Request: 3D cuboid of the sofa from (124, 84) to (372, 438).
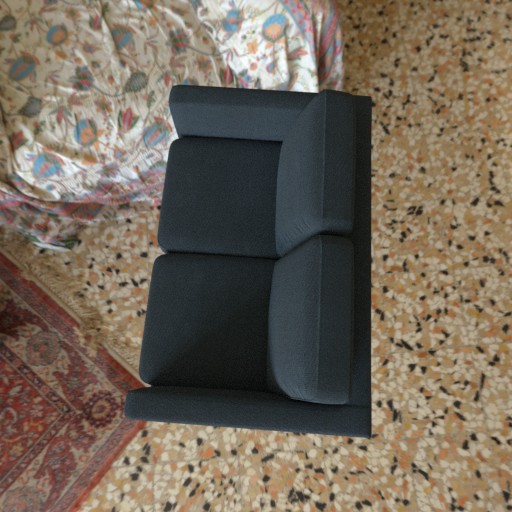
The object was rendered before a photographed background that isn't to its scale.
[{"bbox_3d":[0.000,0.000,2.135,0.999,0.930,1.518,4,74,1],"label":"sofa"}]
